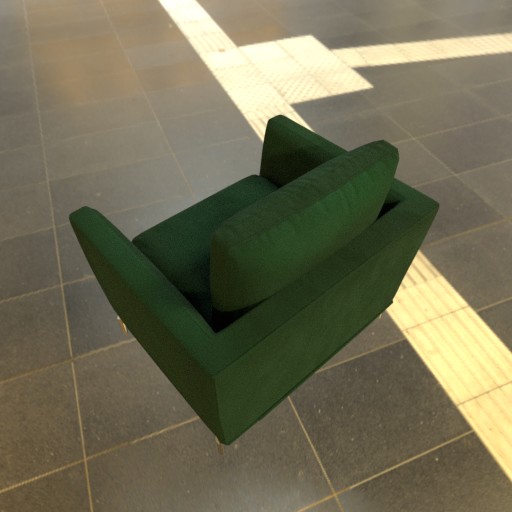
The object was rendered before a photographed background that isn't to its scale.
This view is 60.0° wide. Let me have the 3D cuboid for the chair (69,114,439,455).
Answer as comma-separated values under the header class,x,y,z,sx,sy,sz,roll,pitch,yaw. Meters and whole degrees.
class,x,y,z,sx,sy,sz,roll,pitch,yaw
chair,0.000,0.000,1.757,1.047,0.997,0.852,-33,55,-27
